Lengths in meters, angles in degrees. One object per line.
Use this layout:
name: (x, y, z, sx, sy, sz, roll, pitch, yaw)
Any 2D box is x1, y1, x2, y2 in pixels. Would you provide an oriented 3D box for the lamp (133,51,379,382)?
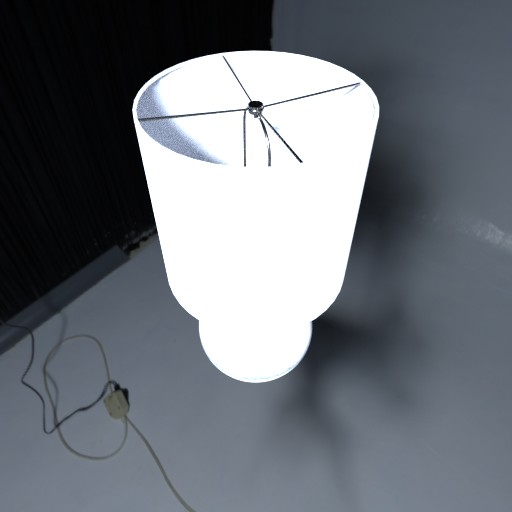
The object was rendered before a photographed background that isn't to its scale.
lamp: (0.000, 0.000, 0.541, 0.216, 0.404, 0.216, 32, 54, 27)
